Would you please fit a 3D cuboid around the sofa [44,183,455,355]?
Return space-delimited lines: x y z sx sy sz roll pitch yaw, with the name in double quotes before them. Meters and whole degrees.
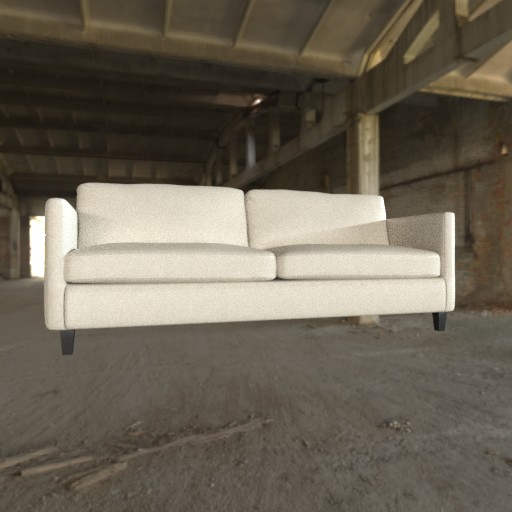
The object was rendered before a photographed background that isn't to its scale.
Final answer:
"sofa" 0.000 0.000 2.912 2.434 0.965 0.948 0 0 -18
